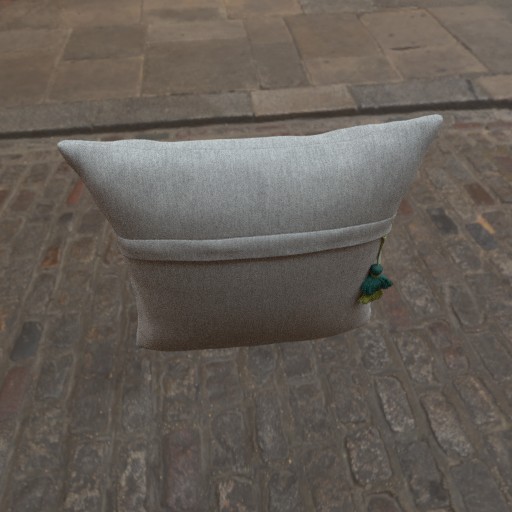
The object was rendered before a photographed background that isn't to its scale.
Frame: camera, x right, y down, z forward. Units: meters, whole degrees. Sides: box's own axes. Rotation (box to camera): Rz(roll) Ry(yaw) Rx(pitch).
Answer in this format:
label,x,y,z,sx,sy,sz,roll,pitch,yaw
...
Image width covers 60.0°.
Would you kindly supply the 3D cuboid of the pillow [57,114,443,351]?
label,x,y,z,sx,sy,sz,roll,pitch,yaw
pillow,0.000,0.000,0.658,0.433,0.436,0.173,-5,47,-5
